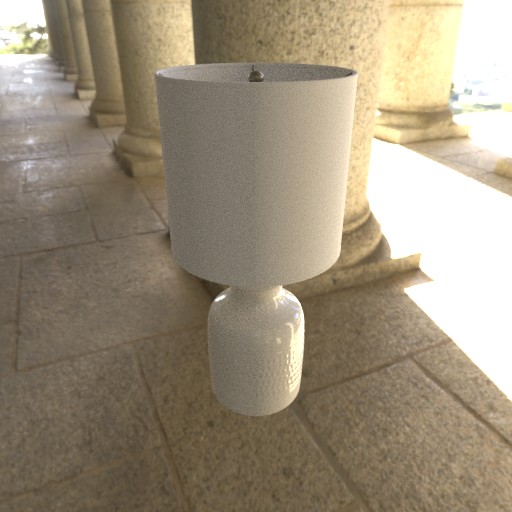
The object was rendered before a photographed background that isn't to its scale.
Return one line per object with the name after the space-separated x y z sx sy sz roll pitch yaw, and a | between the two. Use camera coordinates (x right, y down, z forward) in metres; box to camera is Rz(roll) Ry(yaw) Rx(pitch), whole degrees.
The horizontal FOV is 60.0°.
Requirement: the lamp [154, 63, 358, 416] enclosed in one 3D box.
0.000 0.000 0.506 0.188 0.392 0.188 19 33 32 | lamp
